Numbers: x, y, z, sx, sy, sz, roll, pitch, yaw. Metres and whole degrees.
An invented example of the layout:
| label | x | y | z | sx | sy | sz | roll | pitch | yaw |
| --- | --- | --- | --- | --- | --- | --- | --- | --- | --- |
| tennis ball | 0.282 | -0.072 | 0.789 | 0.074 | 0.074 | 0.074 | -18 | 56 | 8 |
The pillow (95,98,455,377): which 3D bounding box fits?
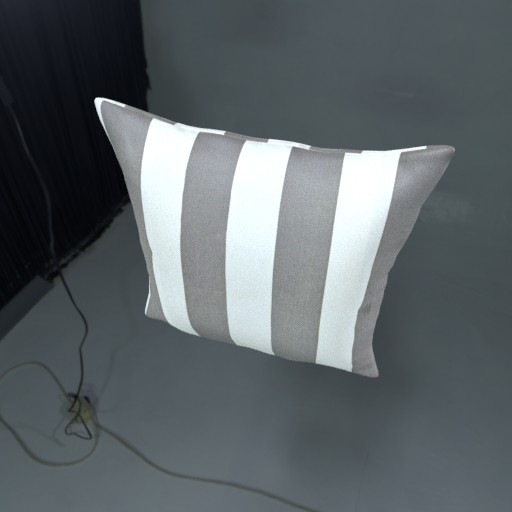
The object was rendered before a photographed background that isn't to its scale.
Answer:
| label | x | y | z | sx | sy | sz | roll | pitch | yaw |
| --- | --- | --- | --- | --- | --- | --- | --- | --- | --- |
| pillow | 0.000 | 0.000 | 0.780 | 0.522 | 0.507 | 0.192 | 12 | 43 | 13 |
